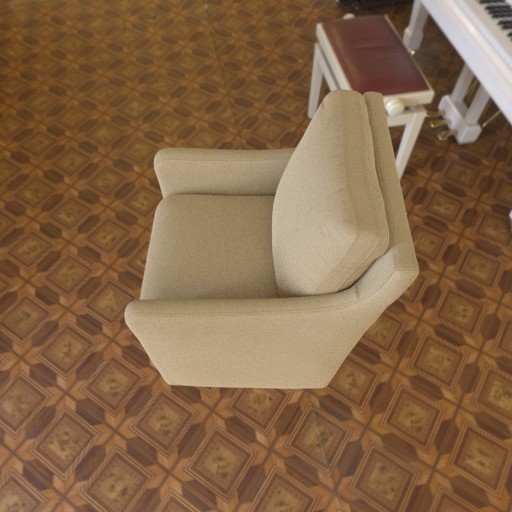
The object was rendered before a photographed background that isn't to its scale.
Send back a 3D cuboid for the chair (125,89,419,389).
[{"bbox_3d":[0.000,0.000,1.406,0.694,0.914,0.626,1,58,1],"label":"chair"}]
